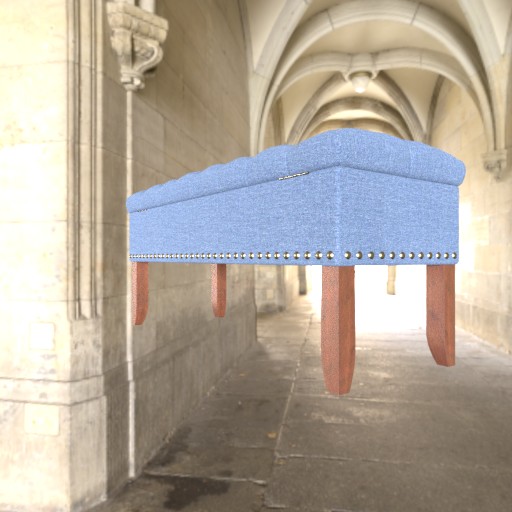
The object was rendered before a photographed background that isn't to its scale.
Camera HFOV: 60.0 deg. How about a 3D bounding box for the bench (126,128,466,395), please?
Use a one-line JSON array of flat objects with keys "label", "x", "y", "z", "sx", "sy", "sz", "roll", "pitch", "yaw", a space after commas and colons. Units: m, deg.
[{"label": "bench", "x": 0.000, "y": 0.000, "z": 1.297, "sx": 0.417, "sy": 0.492, "sz": 1.052, "roll": 0, "pitch": 0, "yaw": -36}]
